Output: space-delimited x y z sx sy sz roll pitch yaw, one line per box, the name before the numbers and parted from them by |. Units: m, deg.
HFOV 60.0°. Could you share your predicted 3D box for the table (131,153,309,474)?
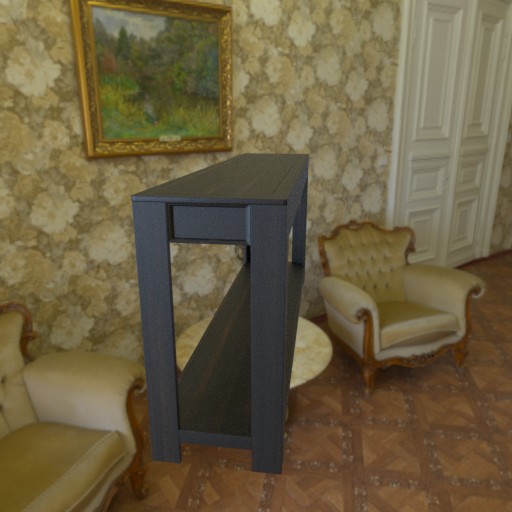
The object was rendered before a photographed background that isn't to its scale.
table | 0.000 0.000 1.908 0.384 0.762 1.631 2 17 8
